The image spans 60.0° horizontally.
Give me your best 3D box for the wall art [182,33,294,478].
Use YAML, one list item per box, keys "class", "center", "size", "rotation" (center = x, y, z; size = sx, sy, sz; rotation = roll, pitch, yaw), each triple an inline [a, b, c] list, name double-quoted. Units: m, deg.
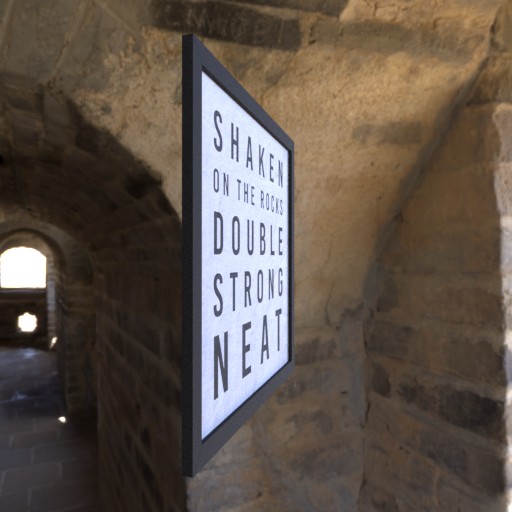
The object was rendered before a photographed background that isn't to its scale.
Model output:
- class: "wall art"
  center: [0.000, 0.000, 0.675]
  size: [0.013, 0.458, 0.456]
  rotation: [0, 0, 18]
